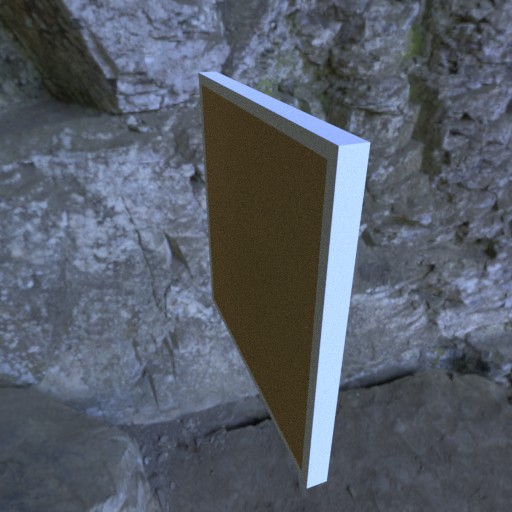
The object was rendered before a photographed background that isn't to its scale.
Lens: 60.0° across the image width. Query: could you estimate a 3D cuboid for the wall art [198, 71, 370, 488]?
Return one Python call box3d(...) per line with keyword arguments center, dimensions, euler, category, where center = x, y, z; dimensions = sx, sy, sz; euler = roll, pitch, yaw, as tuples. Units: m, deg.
box3d(center=(0.000, 0.000, 0.444), dimensions=(0.020, 0.307, 0.307), euler=(-11, 32, -18), category="wall art")
